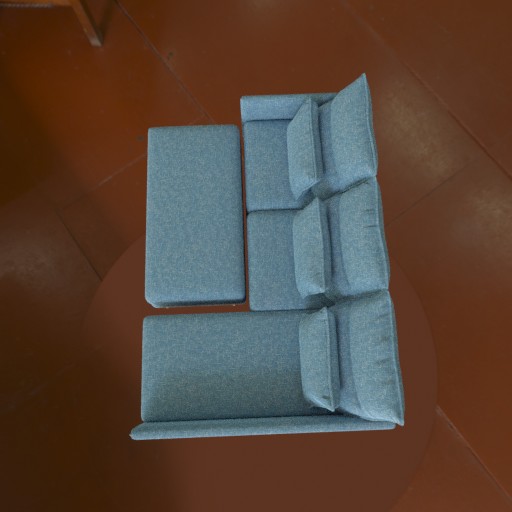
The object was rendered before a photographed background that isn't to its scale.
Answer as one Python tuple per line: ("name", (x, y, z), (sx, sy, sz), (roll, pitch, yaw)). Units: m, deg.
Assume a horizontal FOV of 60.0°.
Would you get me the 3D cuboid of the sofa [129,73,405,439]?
("sofa", (0.000, 0.000, 2.749), (1.420, 0.899, 2.034), (-2, 76, -1))
